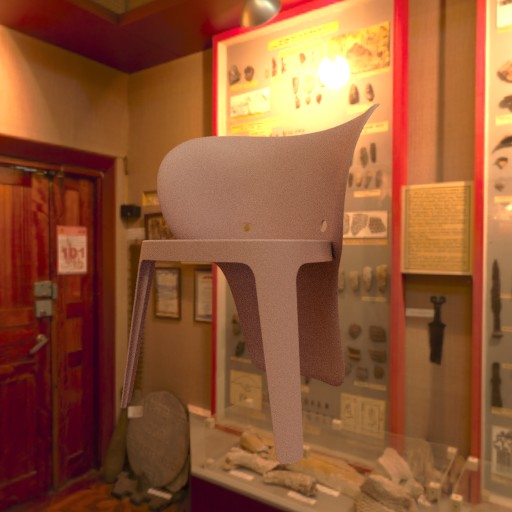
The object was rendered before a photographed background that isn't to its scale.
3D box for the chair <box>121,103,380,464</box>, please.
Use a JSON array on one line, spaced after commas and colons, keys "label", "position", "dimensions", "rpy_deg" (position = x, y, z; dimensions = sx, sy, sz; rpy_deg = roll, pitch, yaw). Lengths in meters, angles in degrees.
[{"label": "chair", "position": [0.000, 0.000, 0.839], "dimensions": [0.451, 0.554, 0.402], "rpy_deg": [1, 2, 36]}]
